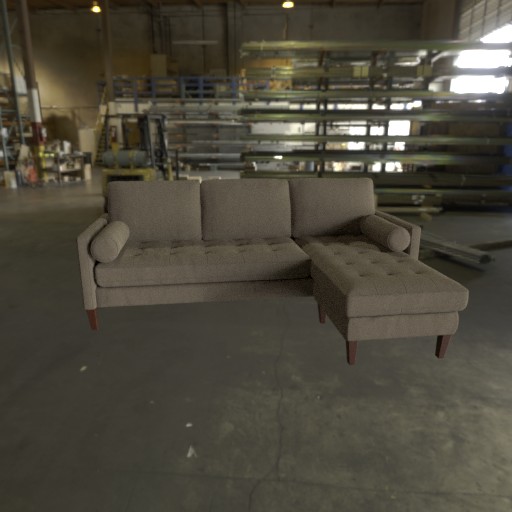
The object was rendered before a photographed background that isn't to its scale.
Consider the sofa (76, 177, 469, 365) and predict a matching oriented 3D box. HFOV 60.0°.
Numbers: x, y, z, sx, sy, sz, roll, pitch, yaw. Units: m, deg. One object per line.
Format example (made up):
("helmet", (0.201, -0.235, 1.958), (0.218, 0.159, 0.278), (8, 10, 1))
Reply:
("sofa", (0.000, 0.000, 2.859), (2.178, 0.875, 1.506), (-2, 16, -8))
